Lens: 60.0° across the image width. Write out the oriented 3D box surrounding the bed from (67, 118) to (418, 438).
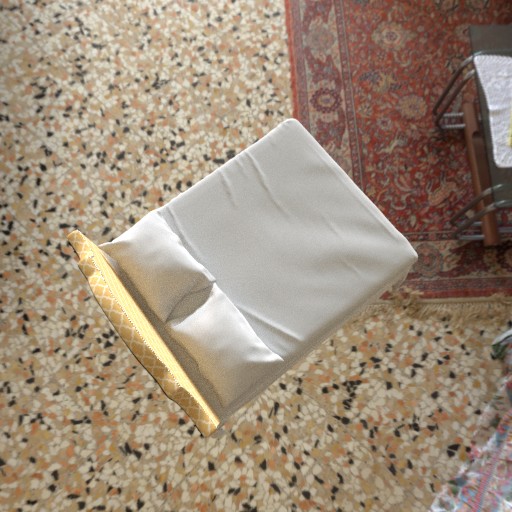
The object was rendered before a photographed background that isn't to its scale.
[{"bbox_3d":[0.000,0.000,3.328,2.222,1.633,1.780,-37,78,-9],"label":"bed"}]
